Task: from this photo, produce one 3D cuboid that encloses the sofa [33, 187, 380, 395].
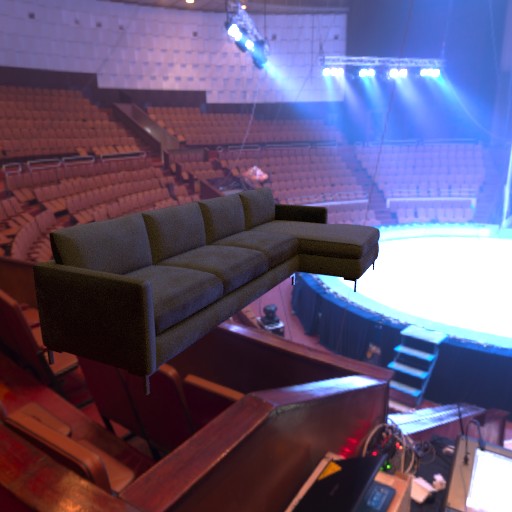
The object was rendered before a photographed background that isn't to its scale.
[{"bbox_3d":[0.000,0.000,3.216,1.255,0.756,2.725,7,16,26],"label":"sofa"}]
